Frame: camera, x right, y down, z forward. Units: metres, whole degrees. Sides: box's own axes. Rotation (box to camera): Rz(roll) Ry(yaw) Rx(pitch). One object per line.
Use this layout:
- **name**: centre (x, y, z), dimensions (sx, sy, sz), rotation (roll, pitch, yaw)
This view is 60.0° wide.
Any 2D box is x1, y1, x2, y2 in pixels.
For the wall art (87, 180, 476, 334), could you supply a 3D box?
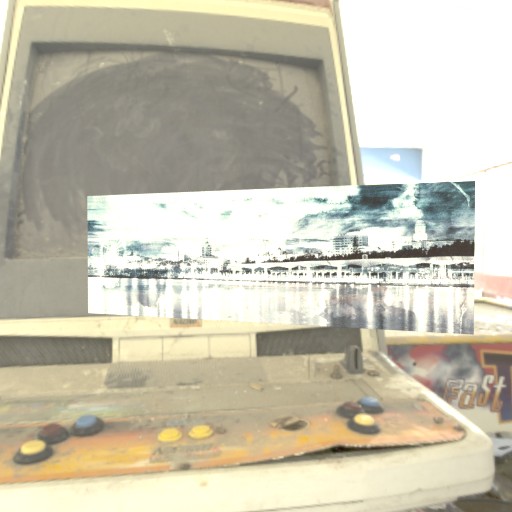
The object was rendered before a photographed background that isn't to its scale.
- **wall art**: centre (0.000, 0.000, 1.708), dimensions (1.524, 0.509, 0.037), rotation (0, 1, 18)
